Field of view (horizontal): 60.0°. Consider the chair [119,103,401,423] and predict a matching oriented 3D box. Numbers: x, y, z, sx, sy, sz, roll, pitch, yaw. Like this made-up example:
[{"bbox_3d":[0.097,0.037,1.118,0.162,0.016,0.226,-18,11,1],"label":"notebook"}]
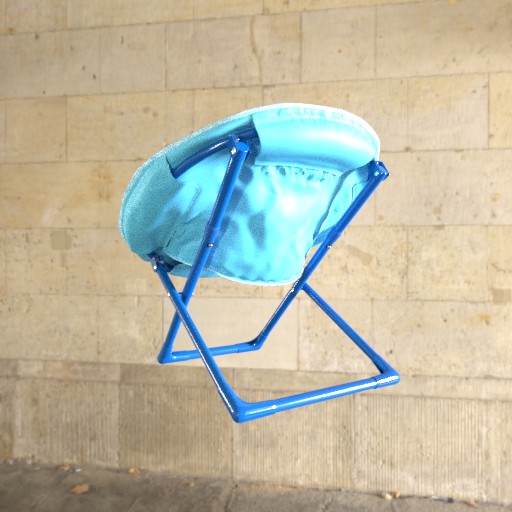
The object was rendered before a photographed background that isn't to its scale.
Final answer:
[{"bbox_3d":[0.000,0.000,0.902,0.520,0.478,0.465,0,0,-34],"label":"chair"}]
